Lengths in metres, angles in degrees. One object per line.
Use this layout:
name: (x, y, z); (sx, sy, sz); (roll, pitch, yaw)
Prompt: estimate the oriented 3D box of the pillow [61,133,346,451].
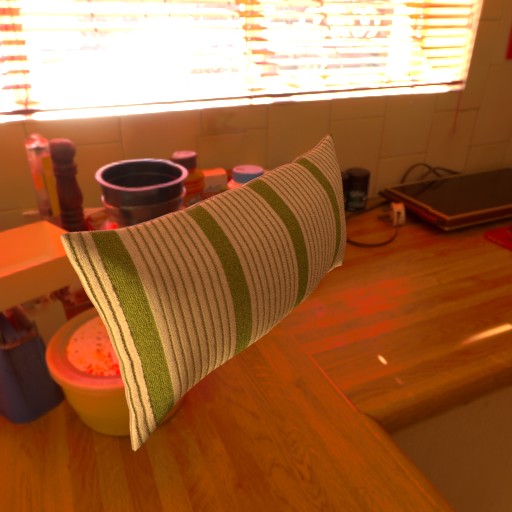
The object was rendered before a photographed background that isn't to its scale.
pillow: (0.000, 0.000, 0.729); (0.156, 0.292, 0.608); (19, 33, 31)
